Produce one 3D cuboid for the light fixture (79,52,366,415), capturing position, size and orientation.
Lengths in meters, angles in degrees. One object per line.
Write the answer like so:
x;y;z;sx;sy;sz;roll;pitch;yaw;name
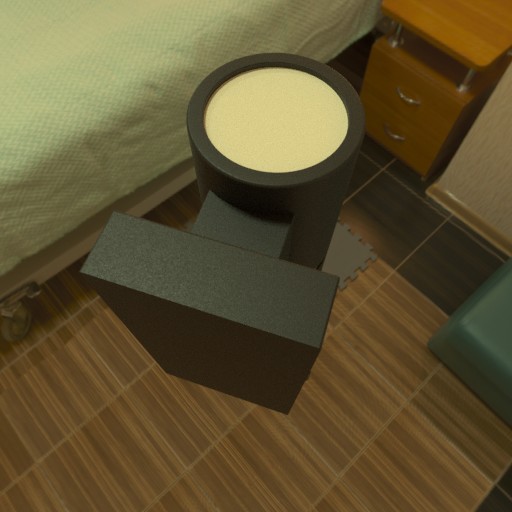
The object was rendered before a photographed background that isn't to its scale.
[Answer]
0.000;0.000;0.266;0.098;0.179;0.138;16;65;8;light fixture
